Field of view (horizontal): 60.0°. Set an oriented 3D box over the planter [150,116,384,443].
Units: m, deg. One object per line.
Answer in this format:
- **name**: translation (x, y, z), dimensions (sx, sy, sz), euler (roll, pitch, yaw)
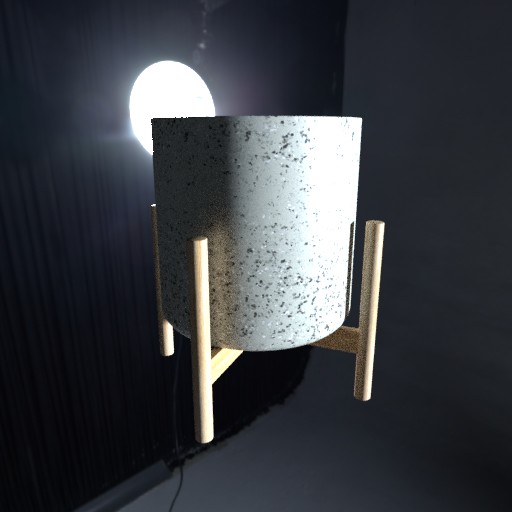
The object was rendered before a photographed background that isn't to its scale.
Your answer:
- **planter**: translation (0.000, 0.000, 0.708), dimensions (0.360, 0.419, 0.360), euler (-15, 22, -42)
